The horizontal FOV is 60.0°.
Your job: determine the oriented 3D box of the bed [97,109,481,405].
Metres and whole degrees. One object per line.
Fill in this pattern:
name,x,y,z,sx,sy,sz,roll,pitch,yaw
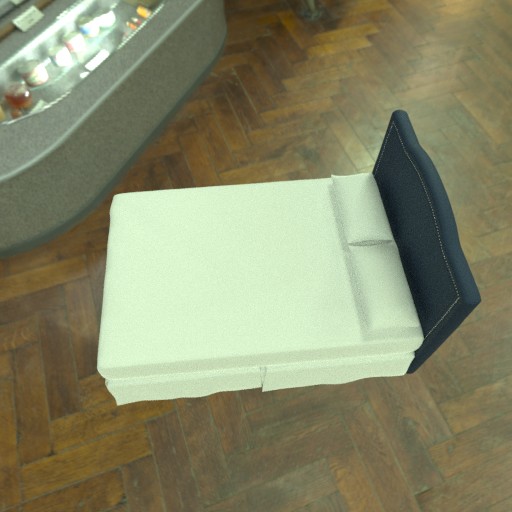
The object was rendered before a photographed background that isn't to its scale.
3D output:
bed,0.000,0.000,3.483,2.507,1.441,1.741,-5,58,-3
